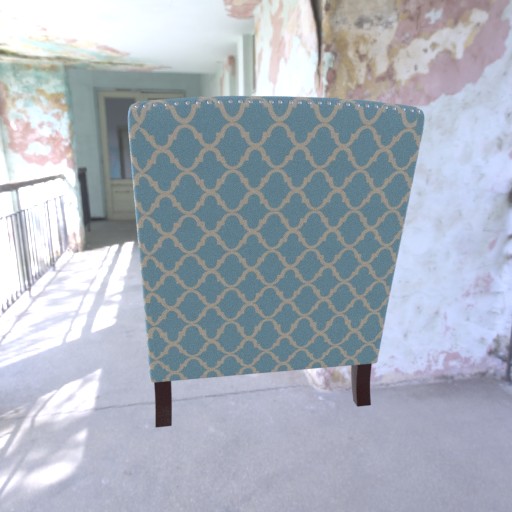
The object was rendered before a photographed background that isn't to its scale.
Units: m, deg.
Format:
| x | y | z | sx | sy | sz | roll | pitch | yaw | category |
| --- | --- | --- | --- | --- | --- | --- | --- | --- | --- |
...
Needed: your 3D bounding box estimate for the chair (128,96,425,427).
| x | y | z | sx | sy | sz | roll | pitch | yaw | category |
| --- | --- | --- | --- | --- | --- | --- | --- | --- | --- |
| 0.000 | 0.000 | 1.299 | 0.617 | 0.817 | 0.686 | -2 | 14 | -10 | chair |
